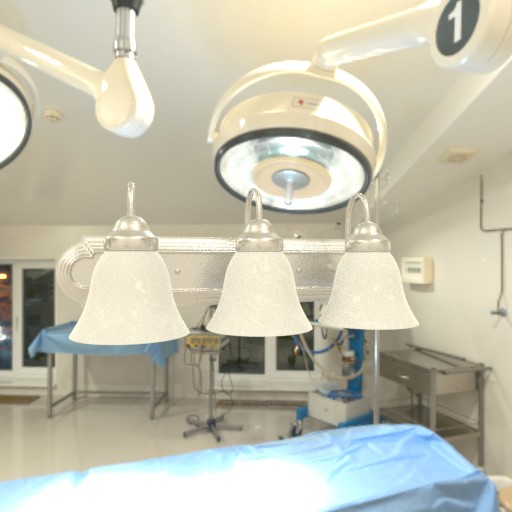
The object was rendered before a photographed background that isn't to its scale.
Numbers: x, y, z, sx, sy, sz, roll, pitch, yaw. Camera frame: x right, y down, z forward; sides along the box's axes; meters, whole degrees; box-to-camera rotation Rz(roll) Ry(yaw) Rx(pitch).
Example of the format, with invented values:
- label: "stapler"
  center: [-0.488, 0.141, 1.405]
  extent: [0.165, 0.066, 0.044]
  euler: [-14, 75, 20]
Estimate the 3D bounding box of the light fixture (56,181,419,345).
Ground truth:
- label: "light fixture"
  center: [0.000, 0.000, 0.707]
  extent: [0.610, 0.222, 0.199]
  euler: [0, 0, -18]
